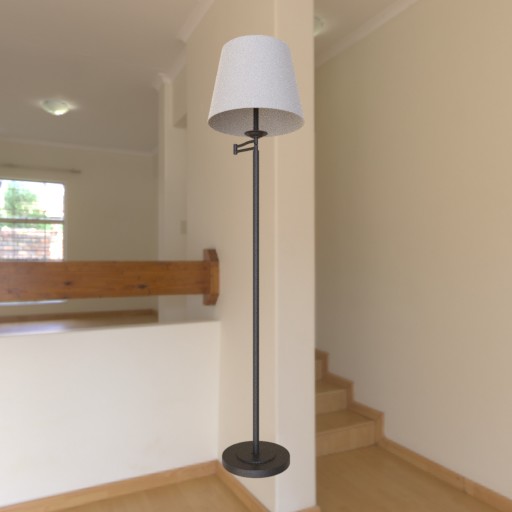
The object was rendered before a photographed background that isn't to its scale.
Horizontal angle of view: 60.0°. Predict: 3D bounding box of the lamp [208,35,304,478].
[{"bbox_3d":[0.000,0.000,1.595,0.348,1.473,0.348,0,-1,38],"label":"lamp"}]
